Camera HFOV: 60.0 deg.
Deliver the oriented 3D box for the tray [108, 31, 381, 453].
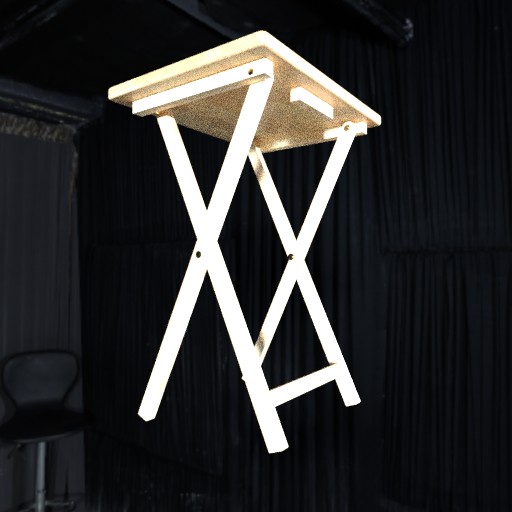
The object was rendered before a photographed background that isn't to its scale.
[{"bbox_3d":[0.000,0.000,0.954,0.381,0.660,0.483,-1,-1,36],"label":"tray"}]
